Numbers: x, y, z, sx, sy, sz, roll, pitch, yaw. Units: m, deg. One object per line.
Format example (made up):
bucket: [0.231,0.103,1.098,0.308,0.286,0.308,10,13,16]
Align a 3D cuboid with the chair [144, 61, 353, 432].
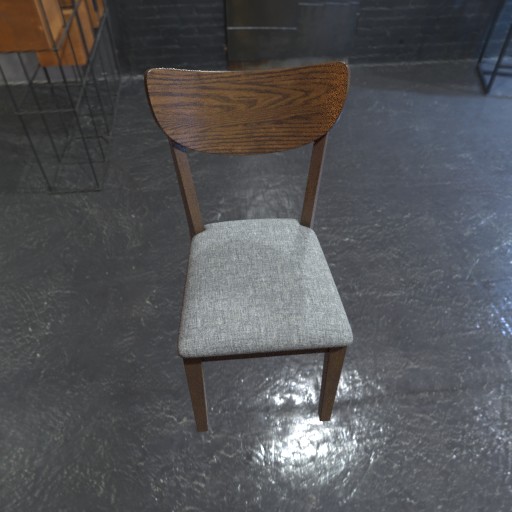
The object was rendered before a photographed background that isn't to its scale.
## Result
chair: [0.000,0.000,1.201,0.491,0.849,0.583,-4,46,-3]
